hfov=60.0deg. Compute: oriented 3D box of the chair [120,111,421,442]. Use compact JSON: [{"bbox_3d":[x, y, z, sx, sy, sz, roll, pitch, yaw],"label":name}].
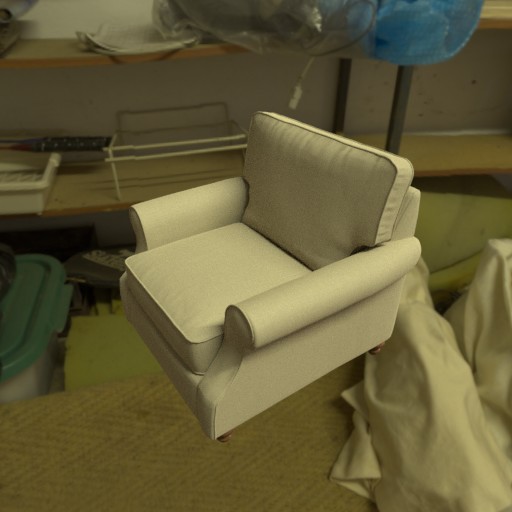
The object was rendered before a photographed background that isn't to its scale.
[{"bbox_3d":[0.000,0.000,1.860,0.966,0.967,1.029,-20,37,-29],"label":"chair"}]
